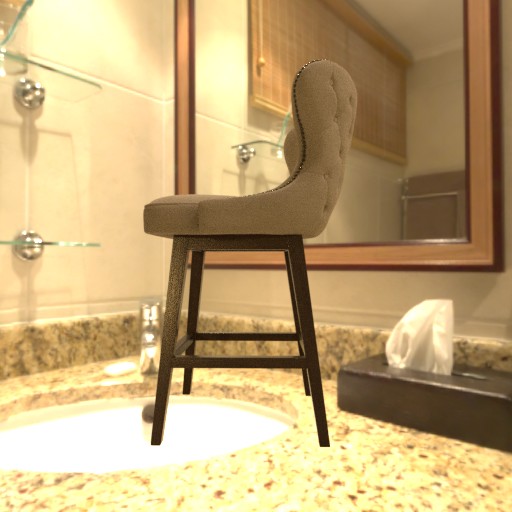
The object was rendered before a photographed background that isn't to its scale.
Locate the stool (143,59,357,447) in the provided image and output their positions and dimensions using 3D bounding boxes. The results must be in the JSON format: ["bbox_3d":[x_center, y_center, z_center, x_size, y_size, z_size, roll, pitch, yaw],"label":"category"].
[{"bbox_3d":[0.000,0.000,1.353,0.597,0.972,0.615,0,0,2],"label":"stool"}]
